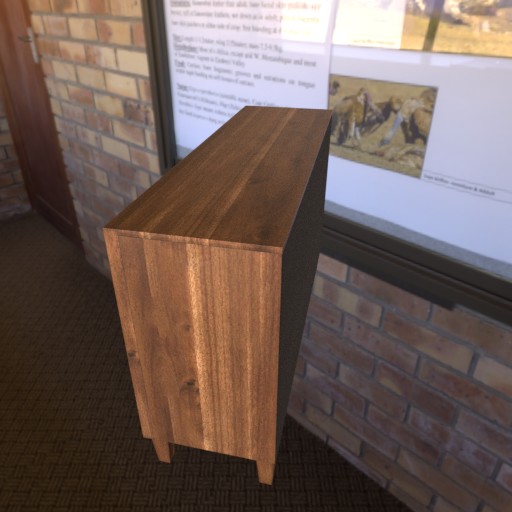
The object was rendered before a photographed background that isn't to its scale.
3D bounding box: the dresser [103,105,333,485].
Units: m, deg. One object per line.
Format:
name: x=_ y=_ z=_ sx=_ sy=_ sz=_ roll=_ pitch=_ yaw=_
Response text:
dresser: x=0.000 y=0.000 z=1.810 sx=0.438 sy=0.892 sz=1.387 roll=7 pitch=31 yaw=11
